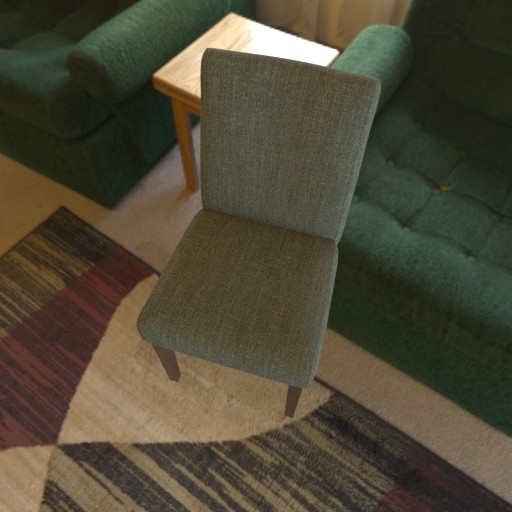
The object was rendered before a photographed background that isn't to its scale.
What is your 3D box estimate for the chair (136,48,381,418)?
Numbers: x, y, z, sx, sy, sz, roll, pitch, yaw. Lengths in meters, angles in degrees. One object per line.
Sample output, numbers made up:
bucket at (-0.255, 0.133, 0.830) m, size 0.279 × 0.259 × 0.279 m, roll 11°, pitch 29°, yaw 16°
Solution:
chair at (0.000, 0.000, 1.281) m, size 0.487 × 0.884 × 0.629 m, roll 14°, pitch 58°, yaw 9°
